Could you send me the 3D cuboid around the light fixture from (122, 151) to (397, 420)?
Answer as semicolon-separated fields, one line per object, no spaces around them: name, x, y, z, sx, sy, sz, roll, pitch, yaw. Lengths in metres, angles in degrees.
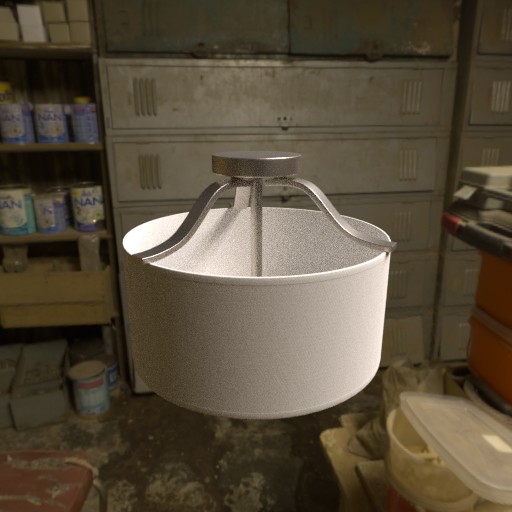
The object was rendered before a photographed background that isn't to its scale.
light fixture;0.000;0.000;0.672;0.395;0.304;0.395;0;18;0
